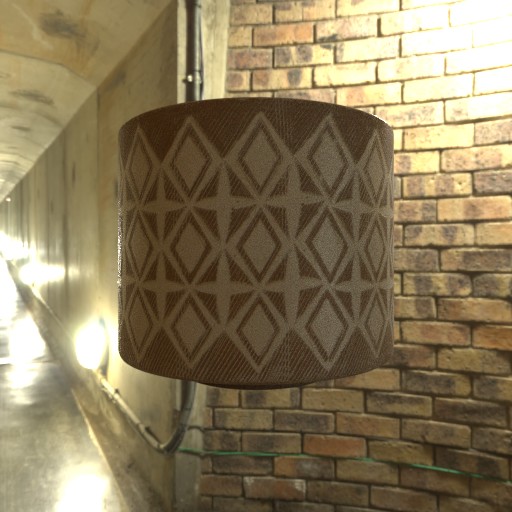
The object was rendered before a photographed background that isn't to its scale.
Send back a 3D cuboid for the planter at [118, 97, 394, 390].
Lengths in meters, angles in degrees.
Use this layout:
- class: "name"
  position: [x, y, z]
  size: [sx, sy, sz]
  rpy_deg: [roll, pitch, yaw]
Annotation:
- class: "planter"
  position: [0.000, 0.000, 0.325]
  size: [0.193, 0.165, 0.193]
  rpy_deg: [0, 0, 0]
